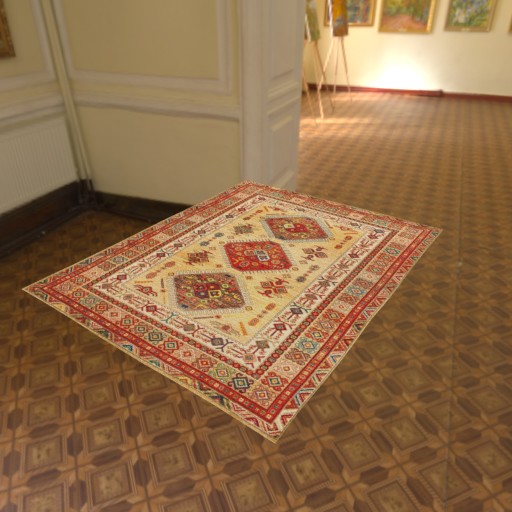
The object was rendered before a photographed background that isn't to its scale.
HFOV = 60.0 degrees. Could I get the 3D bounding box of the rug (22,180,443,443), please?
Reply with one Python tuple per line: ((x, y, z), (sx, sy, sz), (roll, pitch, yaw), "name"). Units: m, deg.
((0.000, 0.000, 4.027), (2.460, 0.005, 3.067), (20, 36, 30), "rug")
